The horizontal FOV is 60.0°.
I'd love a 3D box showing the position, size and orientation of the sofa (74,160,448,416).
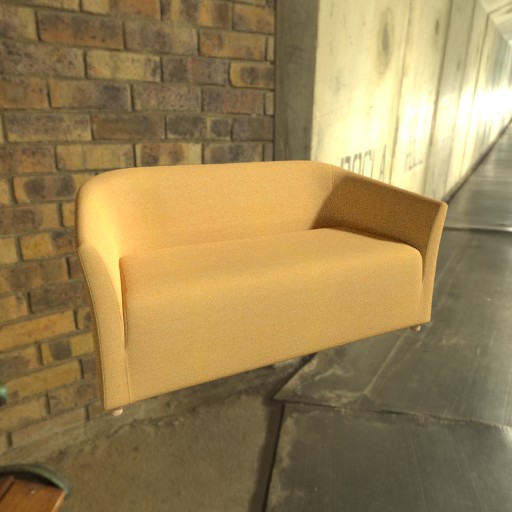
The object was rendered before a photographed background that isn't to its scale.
[{"bbox_3d":[0.000,0.000,1.876,1.452,0.721,0.705,-8,19,-26],"label":"sofa"}]
